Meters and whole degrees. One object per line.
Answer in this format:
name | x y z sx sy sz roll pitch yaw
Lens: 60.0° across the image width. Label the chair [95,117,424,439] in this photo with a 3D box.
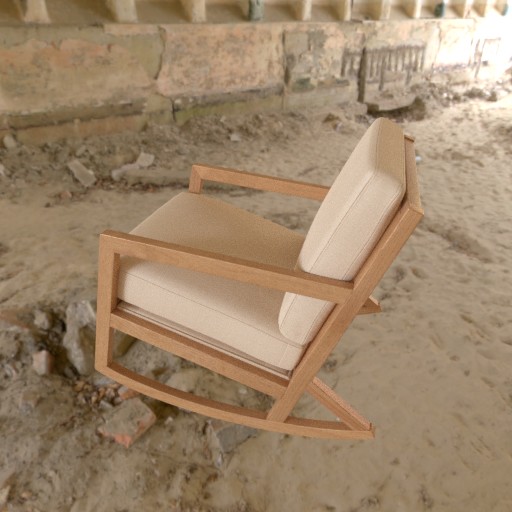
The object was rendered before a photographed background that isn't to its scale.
chair | 0.000 0.000 1.383 0.857 0.790 0.622 8 30 14
